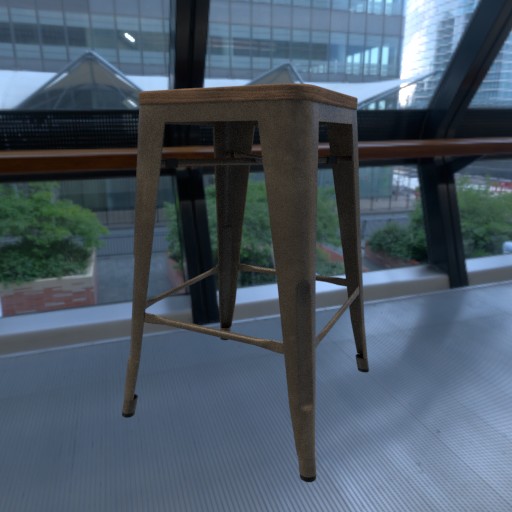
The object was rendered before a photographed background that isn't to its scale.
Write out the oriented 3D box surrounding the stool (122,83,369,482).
[{"bbox_3d":[0.000,0.000,0.891,0.407,0.607,0.407,7,17,25],"label":"stool"}]
